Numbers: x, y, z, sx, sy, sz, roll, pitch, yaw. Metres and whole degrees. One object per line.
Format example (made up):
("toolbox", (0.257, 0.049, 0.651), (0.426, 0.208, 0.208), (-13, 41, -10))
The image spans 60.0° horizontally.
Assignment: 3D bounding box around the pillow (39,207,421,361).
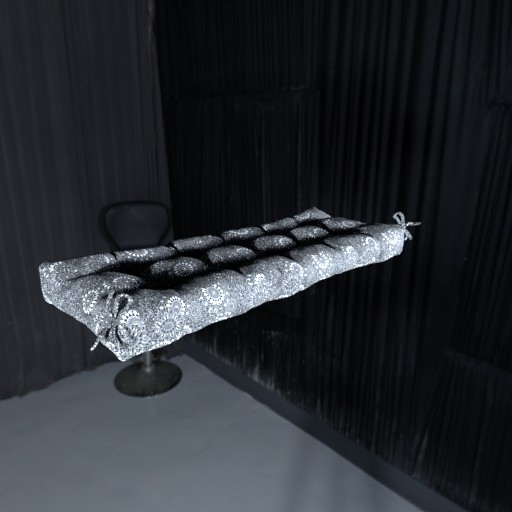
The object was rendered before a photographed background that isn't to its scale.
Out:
("pillow", (0.000, 0.000, 1.355), (1.194, 0.174, 0.511), (-16, 23, -41))
